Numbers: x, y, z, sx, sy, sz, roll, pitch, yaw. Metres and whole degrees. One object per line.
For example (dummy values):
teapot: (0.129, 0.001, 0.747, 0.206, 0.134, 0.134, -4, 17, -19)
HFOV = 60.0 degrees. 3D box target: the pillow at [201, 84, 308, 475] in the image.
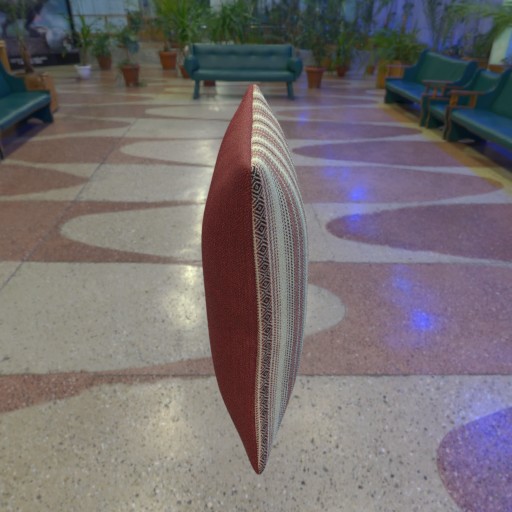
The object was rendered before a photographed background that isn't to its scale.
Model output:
pillow: (0.000, 0.000, 0.786, 0.166, 0.497, 0.513, 0, 30, 0)
